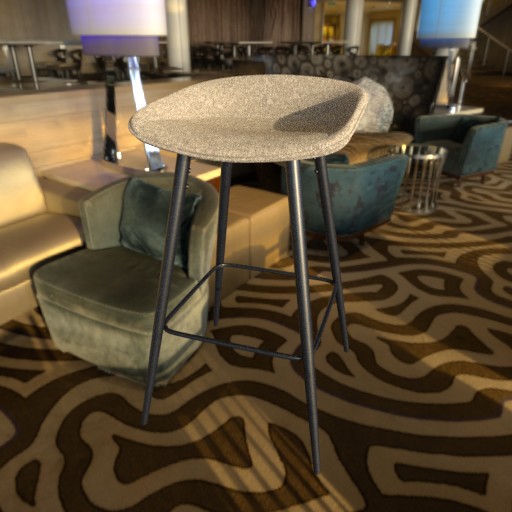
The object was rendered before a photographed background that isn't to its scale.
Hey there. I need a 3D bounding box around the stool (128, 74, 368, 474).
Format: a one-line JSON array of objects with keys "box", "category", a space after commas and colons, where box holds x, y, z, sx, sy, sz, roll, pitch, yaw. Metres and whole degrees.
[{"box": [0.000, 0.000, 1.102, 0.469, 0.814, 0.480, 8, 27, 17], "category": "stool"}]
